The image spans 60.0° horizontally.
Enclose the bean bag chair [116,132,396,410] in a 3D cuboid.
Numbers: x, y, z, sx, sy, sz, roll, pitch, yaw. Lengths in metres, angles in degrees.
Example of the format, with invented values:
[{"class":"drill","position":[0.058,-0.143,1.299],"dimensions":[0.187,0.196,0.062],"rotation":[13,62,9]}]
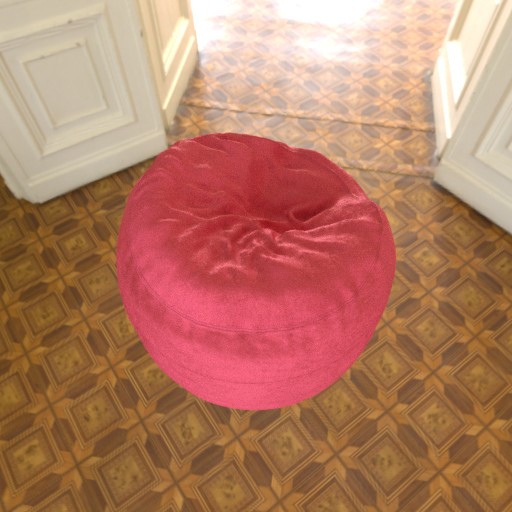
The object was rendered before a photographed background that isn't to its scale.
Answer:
[{"class":"bean bag chair","position":[0.000,0.000,2.002],"dimensions":[1.218,0.788,1.218],"rotation":[0,57,0]}]
